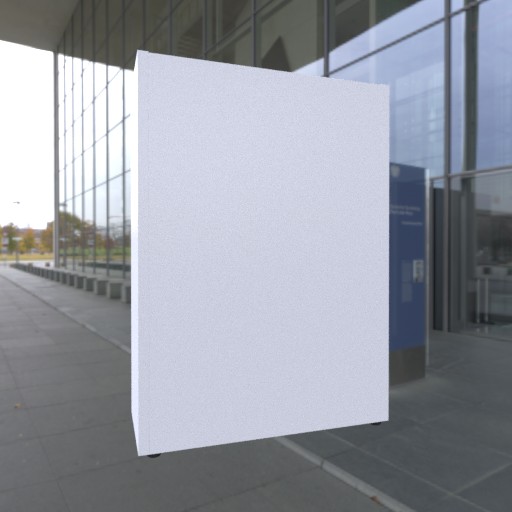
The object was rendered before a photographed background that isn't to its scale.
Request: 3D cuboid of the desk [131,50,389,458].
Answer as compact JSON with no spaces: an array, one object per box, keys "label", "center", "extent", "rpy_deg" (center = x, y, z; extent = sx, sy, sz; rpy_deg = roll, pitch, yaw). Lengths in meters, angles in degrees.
[{"label":"desk","center":[0.000,0.000,1.599],"extent":[0.850,1.190,0.390],"rpy_deg":[0,1,-19]}]
